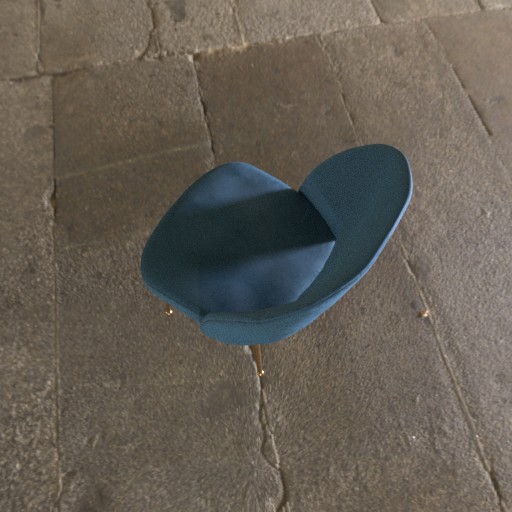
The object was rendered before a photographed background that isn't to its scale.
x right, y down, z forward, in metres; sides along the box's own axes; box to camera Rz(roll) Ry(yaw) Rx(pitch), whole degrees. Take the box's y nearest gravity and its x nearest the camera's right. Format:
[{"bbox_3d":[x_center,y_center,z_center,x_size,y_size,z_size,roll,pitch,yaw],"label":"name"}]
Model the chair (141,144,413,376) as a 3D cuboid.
[{"bbox_3d":[0.000,0.000,1.233,0.577,0.860,0.527,31,68,14],"label":"chair"}]
